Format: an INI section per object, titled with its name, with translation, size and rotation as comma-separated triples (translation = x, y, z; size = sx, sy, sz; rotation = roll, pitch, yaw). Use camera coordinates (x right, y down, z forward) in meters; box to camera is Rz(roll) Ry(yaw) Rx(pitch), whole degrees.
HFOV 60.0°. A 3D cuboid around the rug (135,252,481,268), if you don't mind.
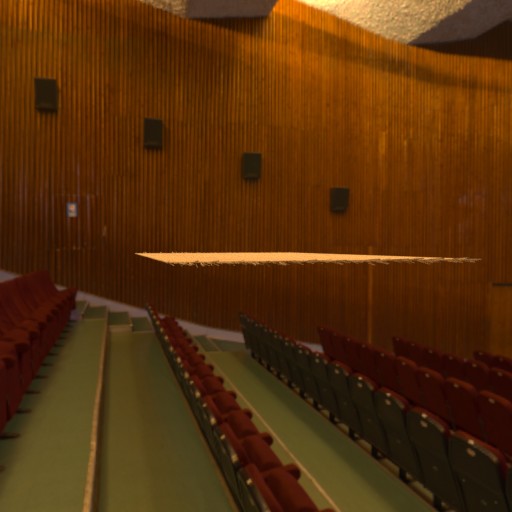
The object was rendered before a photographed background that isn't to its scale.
[rug]
translation = 0.000, 0.000, 2.507
size = 1.224, 0.027, 2.021
rotation = 0, 1, -18
